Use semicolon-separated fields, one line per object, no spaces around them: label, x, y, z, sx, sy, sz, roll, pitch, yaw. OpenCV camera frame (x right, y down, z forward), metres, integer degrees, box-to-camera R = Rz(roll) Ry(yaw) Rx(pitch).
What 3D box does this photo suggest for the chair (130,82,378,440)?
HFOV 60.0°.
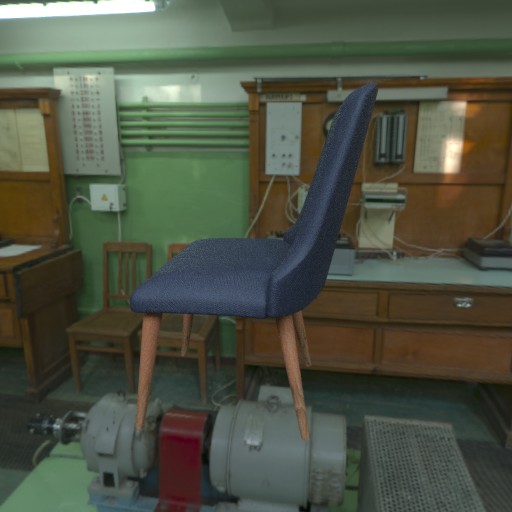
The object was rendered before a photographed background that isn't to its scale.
chair;0.000;0.000;1.164;0.567;0.820;0.504;2;15;7
